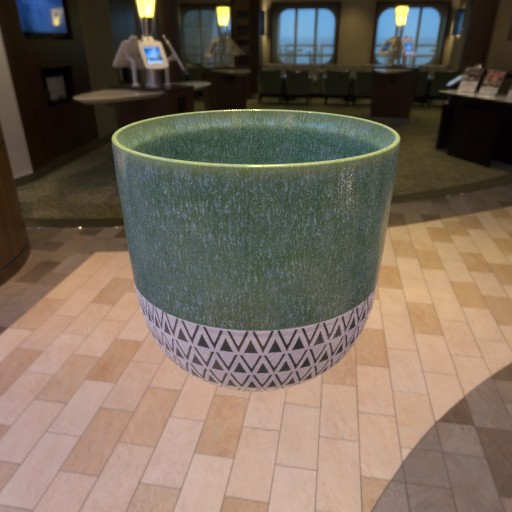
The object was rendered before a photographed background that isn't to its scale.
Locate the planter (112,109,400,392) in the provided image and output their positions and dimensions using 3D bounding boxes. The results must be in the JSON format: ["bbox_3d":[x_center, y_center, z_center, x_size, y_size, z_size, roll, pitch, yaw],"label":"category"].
[{"bbox_3d":[0.000,0.000,0.483,0.266,0.270,0.266,0,26,0],"label":"planter"}]
